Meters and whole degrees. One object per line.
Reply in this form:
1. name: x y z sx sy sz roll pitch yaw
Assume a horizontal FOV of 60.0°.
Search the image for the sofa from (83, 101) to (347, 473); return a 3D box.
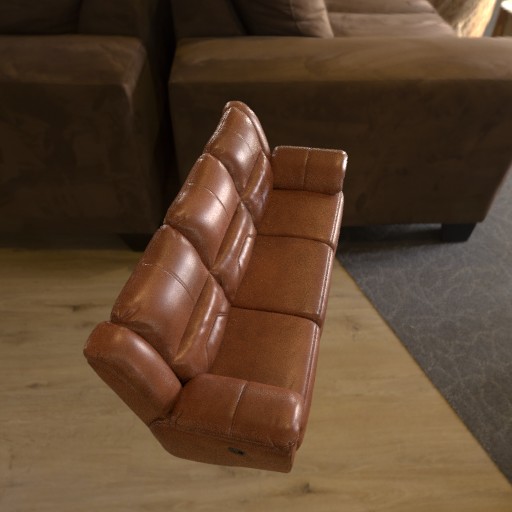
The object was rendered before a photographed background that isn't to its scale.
1. sofa: 0.000 0.000 2.806 0.991 1.043 2.337 10 47 9
